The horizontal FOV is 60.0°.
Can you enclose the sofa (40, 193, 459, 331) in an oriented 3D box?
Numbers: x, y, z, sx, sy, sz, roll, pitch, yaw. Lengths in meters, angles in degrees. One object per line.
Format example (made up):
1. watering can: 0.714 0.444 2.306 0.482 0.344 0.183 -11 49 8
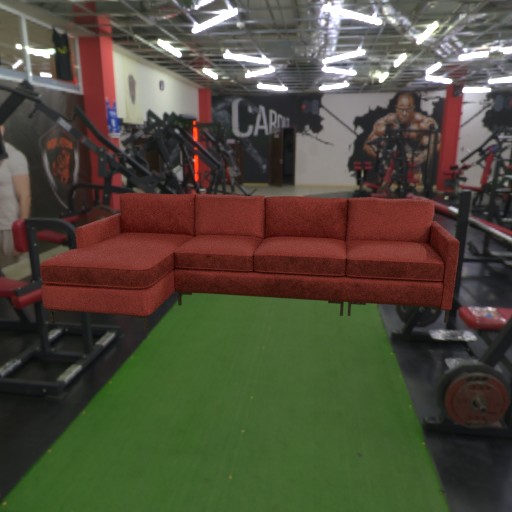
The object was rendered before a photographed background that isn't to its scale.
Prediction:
1. sofa: 0.000 0.000 4.053 3.400 0.967 1.500 3 15 10
